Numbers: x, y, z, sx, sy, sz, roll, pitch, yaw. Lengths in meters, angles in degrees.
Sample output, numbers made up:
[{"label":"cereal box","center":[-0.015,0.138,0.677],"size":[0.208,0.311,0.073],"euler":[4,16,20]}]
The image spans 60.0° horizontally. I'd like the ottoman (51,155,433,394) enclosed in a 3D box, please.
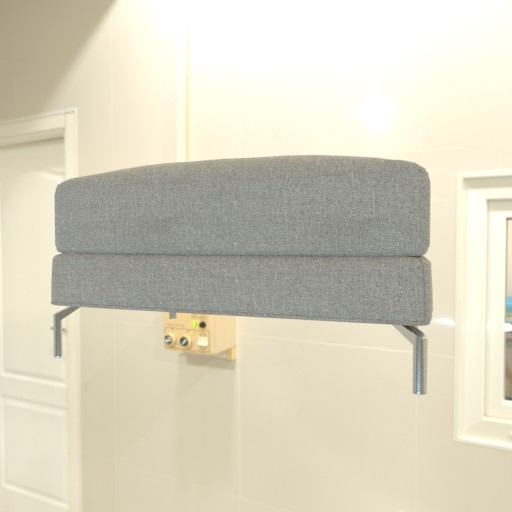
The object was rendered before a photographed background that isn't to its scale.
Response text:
[{"label":"ottoman","center":[0.000,0.000,1.152],"size":[0.838,0.457,0.584],"euler":[1,2,18]}]
